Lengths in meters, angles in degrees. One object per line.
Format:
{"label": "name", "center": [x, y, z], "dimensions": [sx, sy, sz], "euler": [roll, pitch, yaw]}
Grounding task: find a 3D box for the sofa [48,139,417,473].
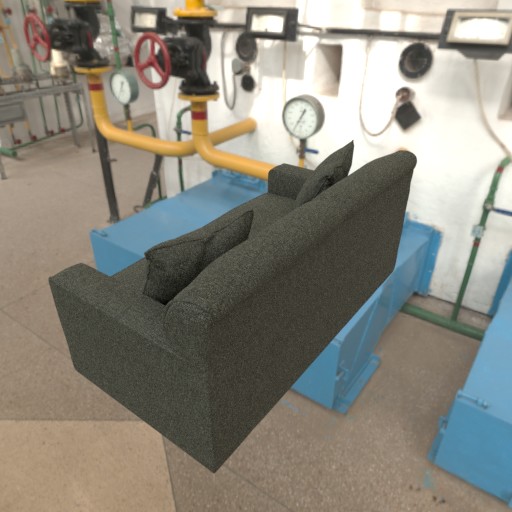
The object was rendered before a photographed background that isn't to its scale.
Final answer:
{"label": "sofa", "center": [0.000, 0.000, 2.406], "dimensions": [0.998, 0.958, 1.846], "euler": [21, 37, 31]}
